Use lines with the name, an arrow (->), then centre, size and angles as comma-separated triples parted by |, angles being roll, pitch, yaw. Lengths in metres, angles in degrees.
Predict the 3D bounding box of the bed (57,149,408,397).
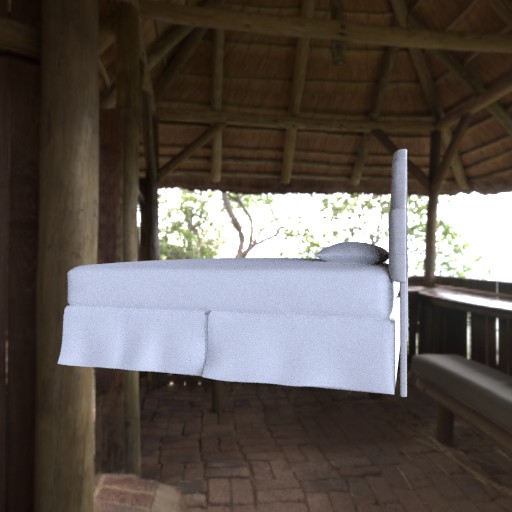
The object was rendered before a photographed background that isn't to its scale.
bed -> 0.000, 0.000, 3.831 | 2.477, 1.617, 2.039 | 0, 0, 19
